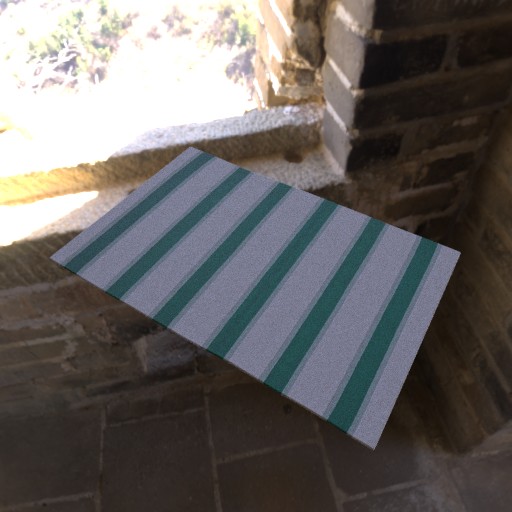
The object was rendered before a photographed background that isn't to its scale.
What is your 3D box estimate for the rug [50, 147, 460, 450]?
[{"bbox_3d":[0.000,0.000,2.360,1.829,0.012,1.210,25,53,21],"label":"rug"}]
